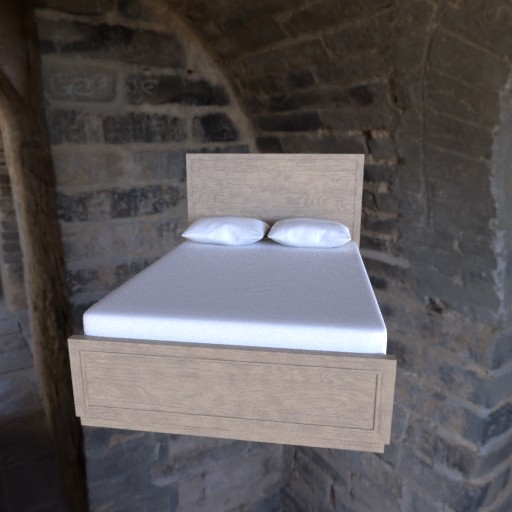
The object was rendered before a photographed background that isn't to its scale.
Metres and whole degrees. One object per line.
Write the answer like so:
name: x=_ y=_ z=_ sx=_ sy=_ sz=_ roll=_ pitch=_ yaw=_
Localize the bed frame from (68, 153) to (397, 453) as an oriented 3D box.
bed frame: x=0.000 y=0.000 z=3.125 sx=1.606 sy=1.369 sz=2.189 roll=2 pitch=14 yaw=8
